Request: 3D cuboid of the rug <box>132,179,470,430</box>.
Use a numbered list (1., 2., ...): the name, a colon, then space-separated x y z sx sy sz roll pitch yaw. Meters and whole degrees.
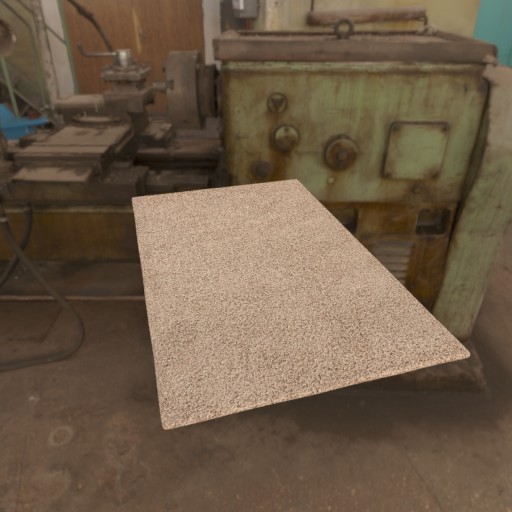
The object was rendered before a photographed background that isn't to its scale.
1. rug: 0.000 0.000 3.020 1.524 0.030 2.438 -9 32 -14
